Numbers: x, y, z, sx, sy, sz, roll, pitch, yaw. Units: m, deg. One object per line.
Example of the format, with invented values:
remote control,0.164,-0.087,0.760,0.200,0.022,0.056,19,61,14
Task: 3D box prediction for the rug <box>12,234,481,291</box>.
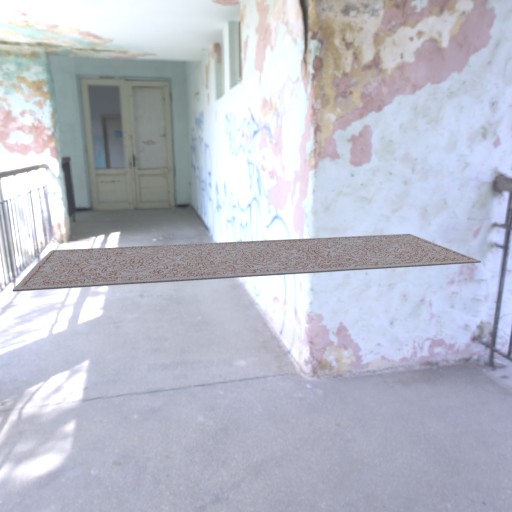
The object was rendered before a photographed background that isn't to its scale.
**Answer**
rug,0.000,0.000,2.627,2.448,0.012,0.769,-3,15,-11
